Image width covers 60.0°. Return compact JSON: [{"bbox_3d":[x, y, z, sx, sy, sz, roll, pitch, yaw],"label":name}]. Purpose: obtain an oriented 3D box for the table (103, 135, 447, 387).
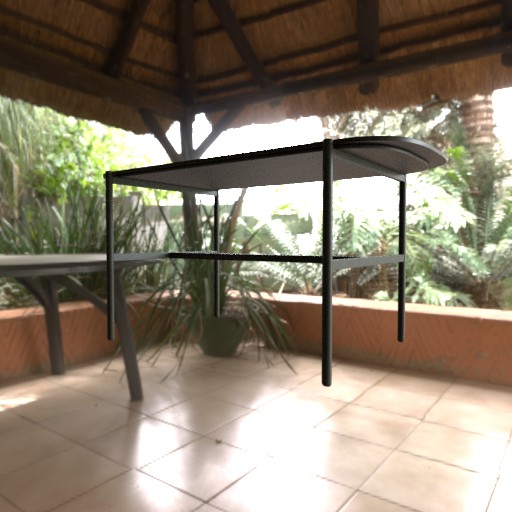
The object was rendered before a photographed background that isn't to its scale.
[{"bbox_3d":[0.000,0.000,1.033,0.800,0.400,0.400,1,3,36],"label":"table"}]
